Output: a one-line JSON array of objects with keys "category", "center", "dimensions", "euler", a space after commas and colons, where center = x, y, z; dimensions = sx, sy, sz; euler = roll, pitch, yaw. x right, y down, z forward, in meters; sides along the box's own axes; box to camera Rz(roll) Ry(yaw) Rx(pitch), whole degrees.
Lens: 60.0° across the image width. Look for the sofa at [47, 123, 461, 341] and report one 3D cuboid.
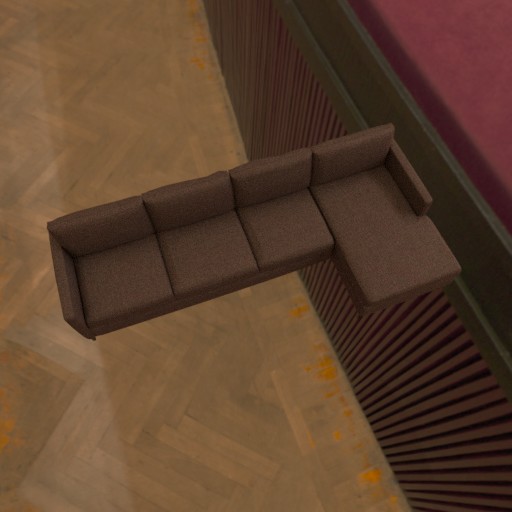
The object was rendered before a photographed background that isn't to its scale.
[{"category": "sofa", "center": [0.000, 0.000, 3.804], "dimensions": [3.221, 0.892, 1.483], "euler": [-18, 65, -9]}]
